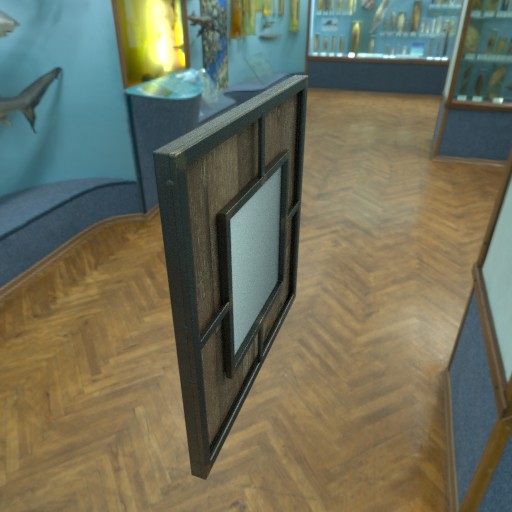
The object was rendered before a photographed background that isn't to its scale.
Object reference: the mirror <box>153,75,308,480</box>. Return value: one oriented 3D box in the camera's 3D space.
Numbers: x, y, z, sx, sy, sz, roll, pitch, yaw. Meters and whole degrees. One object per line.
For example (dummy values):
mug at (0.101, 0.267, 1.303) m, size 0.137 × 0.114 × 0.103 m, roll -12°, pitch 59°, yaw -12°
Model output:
mirror at (0.000, 0.000, 0.567) m, size 0.020 × 0.381 × 0.382 m, roll 10°, pitch 32°, yaw 17°
